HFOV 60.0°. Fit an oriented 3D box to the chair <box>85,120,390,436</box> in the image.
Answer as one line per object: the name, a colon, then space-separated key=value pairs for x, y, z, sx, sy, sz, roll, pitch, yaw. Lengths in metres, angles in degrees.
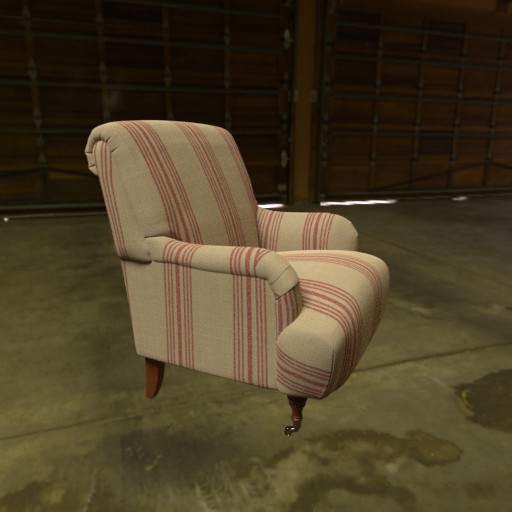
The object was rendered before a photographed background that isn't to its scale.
chair: x=0.000 y=0.000 z=1.906 sx=1.058 sy=1.123 sz=0.933 roll=7 pitch=16 yaw=25
